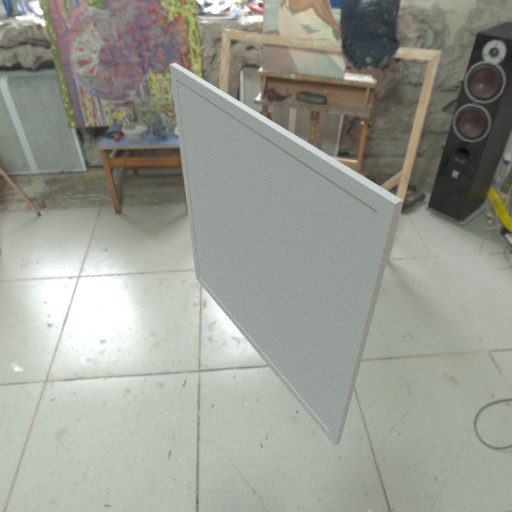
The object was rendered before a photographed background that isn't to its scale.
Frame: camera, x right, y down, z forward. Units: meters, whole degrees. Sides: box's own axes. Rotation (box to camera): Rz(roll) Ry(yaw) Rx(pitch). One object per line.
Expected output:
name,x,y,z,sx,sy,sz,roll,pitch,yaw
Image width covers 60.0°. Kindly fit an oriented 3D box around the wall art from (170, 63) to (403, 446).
wall art,0.000,0.000,0.996,0.015,0.660,0.660,-24,46,-25
